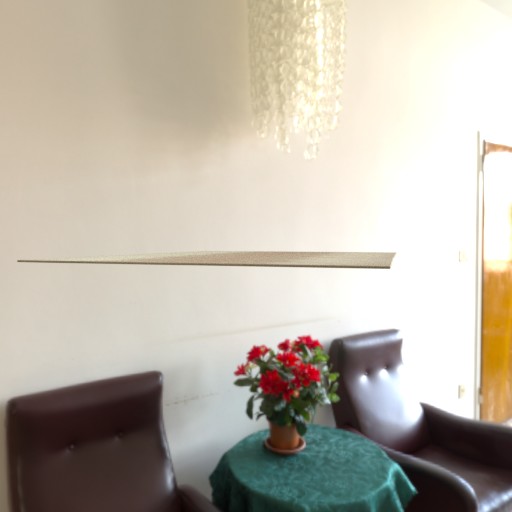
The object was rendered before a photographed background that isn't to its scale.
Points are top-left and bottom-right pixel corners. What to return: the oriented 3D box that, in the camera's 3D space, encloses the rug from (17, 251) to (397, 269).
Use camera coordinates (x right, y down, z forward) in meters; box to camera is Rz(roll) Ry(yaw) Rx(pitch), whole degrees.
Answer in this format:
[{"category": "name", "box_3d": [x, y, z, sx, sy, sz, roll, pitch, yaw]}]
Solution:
[{"category": "rug", "box_3d": [0.000, 0.000, 4.070, 2.438, 0.013, 3.048, 1, 2, 18]}]
